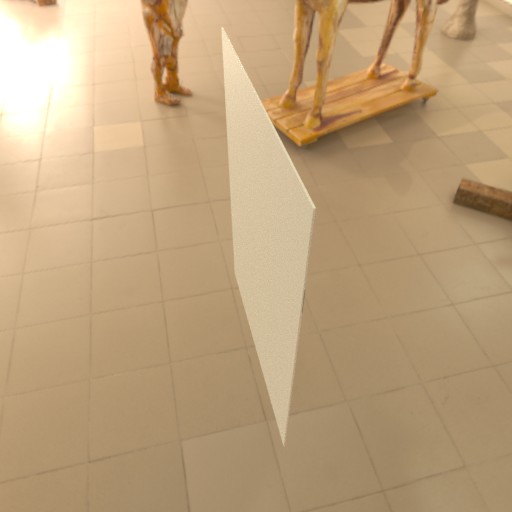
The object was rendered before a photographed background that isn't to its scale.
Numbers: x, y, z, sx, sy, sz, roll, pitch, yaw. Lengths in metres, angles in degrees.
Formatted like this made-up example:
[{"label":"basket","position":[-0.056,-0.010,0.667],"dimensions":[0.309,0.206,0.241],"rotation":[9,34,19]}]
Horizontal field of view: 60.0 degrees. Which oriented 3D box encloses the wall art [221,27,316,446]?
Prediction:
[{"label":"wall art","position":[0.000,0.000,0.789],"dimensions":[0.003,0.609,0.457],"rotation":[-10,48,-9]}]
